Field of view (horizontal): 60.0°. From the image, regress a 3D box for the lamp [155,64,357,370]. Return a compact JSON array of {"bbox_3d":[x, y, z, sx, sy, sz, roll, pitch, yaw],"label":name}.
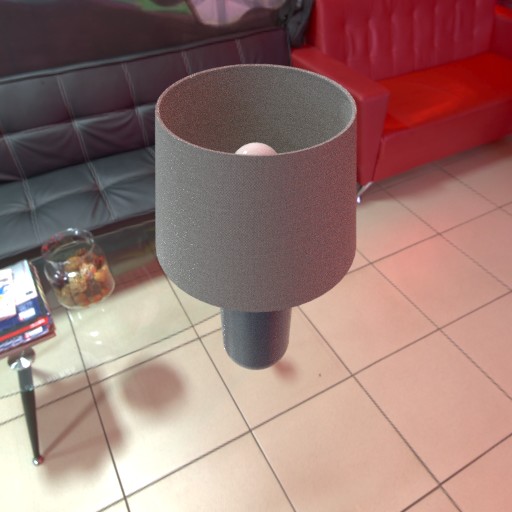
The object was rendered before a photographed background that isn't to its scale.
[{"bbox_3d":[0.000,0.000,0.593,0.253,0.428,0.253,0,44,0],"label":"lamp"}]
